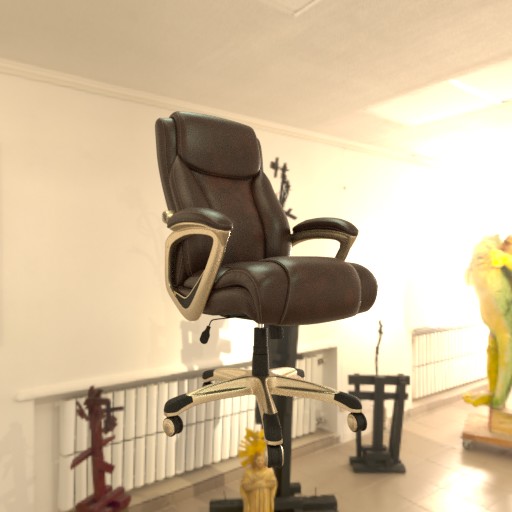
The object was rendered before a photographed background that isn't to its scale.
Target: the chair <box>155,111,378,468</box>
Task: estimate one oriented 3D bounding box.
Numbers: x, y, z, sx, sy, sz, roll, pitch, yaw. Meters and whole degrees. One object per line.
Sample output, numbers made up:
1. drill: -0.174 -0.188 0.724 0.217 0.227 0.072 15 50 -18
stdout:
1. chair: 0.000 0.000 1.639 0.692 1.194 0.749 0 0 -37
